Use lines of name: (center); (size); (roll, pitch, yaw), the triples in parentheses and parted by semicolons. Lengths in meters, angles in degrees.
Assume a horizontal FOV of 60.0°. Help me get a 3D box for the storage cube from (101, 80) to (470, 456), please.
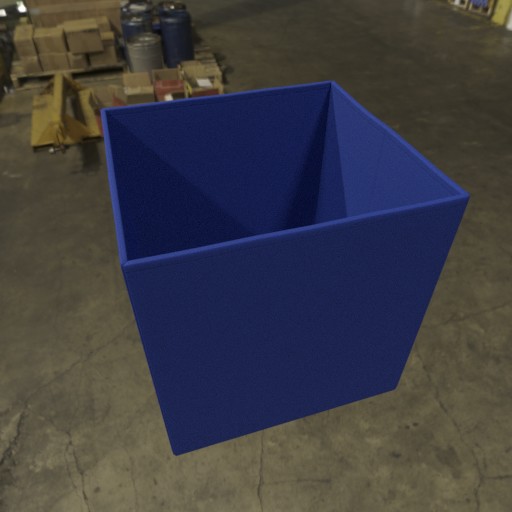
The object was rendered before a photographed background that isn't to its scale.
storage cube: (0.000, 0.000, 0.498); (0.270, 0.280, 0.270); (-12, 43, -13)
